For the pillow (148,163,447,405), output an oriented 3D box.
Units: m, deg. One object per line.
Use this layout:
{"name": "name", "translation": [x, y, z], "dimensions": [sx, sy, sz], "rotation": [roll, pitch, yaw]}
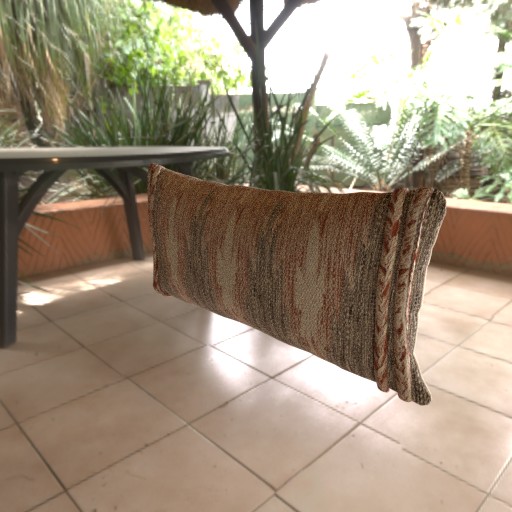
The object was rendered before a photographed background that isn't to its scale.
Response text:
{"name": "pillow", "translation": [0.000, 0.000, 0.747], "dimensions": [0.635, 0.282, 0.139], "rotation": [15, 21, 42]}
